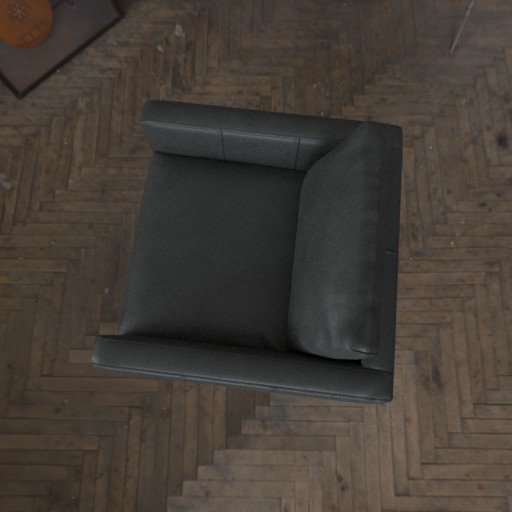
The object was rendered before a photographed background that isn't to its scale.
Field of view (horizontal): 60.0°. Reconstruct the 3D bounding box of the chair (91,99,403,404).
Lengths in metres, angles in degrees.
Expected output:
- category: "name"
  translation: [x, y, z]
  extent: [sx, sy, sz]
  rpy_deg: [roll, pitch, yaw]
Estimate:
- category: "chair"
  translation: [0.000, 0.000, 1.504]
  extent: [0.861, 0.824, 0.967]
  rpy_deg: [7, 75, 2]
